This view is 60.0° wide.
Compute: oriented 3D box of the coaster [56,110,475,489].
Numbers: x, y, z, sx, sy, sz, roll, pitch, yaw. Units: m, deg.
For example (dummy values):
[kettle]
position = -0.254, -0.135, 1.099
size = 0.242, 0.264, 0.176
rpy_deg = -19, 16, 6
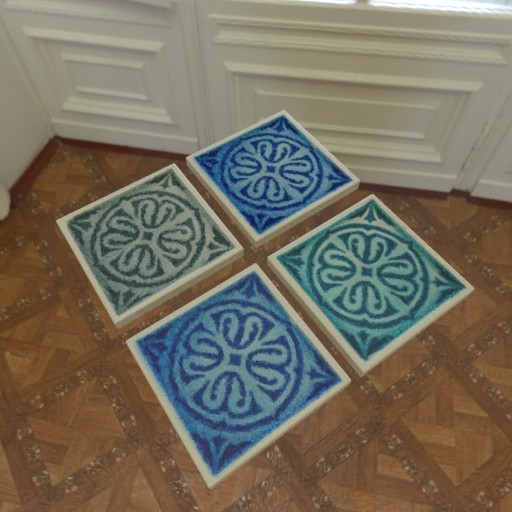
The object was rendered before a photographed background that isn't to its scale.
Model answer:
[coaster]
position = 0.000, 0.000, 0.322
size = 0.214, 0.010, 0.219
rpy_deg = -31, 63, -18
